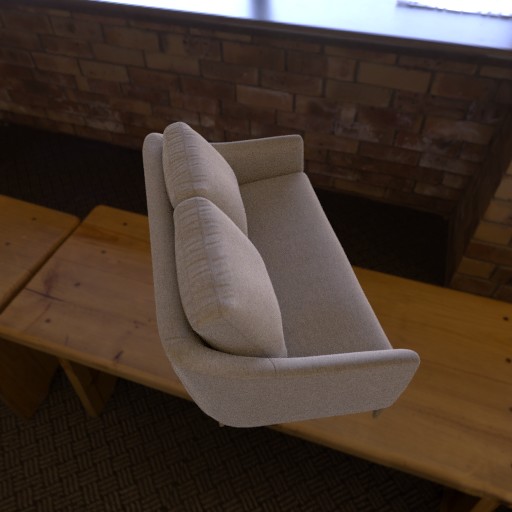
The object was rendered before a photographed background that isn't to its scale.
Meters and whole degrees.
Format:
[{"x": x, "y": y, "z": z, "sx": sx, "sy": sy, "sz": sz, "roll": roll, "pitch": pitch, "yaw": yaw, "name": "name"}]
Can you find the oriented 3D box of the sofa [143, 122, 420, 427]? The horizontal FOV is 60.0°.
[{"x": 0.000, "y": 0.000, "z": 2.243, "sx": 0.960, "sy": 0.904, "sz": 1.619, "roll": -9, "pitch": 48, "yaw": -9, "name": "sofa"}]
